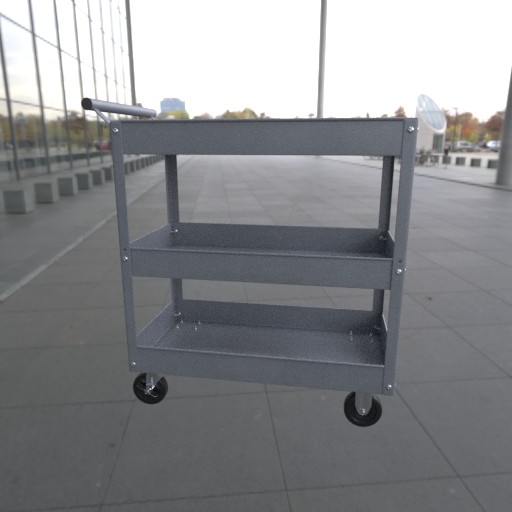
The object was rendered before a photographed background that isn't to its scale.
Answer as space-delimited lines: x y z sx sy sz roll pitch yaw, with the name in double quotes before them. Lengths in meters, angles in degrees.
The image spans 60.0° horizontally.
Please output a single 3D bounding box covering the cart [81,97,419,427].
"cart" 0.000 0.000 1.185 0.719 0.780 0.366 3 15 10
